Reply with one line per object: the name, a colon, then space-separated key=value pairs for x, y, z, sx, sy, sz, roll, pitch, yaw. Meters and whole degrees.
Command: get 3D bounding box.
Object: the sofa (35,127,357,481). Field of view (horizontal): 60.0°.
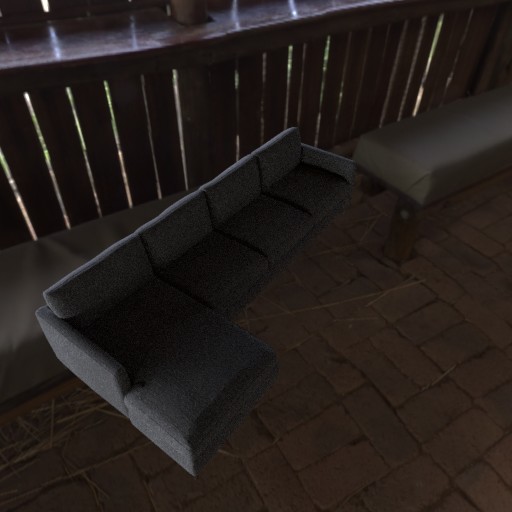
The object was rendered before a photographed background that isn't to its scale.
sofa: x=0.000 y=0.000 z=3.462 sx=1.350 sy=0.810 sz=2.932 roll=26 pitch=48 yaw=26
